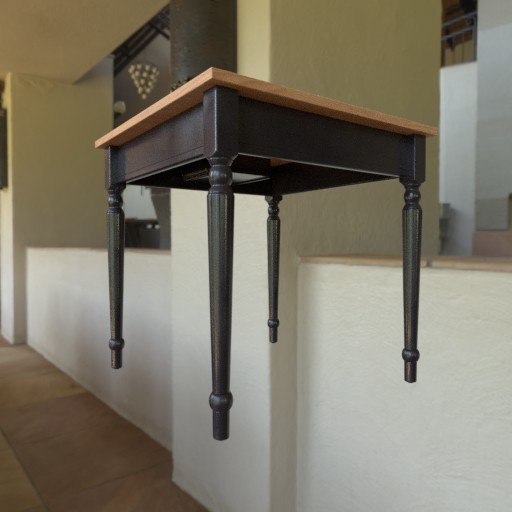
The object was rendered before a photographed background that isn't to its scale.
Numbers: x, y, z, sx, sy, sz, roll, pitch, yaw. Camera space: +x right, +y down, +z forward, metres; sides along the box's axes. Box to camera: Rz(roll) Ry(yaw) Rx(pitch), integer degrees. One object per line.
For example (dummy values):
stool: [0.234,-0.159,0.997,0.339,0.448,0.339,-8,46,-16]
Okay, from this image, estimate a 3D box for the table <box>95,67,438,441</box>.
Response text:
table: [0.000,0.000,1.362,0.747,0.738,0.747,-1,2,-36]
